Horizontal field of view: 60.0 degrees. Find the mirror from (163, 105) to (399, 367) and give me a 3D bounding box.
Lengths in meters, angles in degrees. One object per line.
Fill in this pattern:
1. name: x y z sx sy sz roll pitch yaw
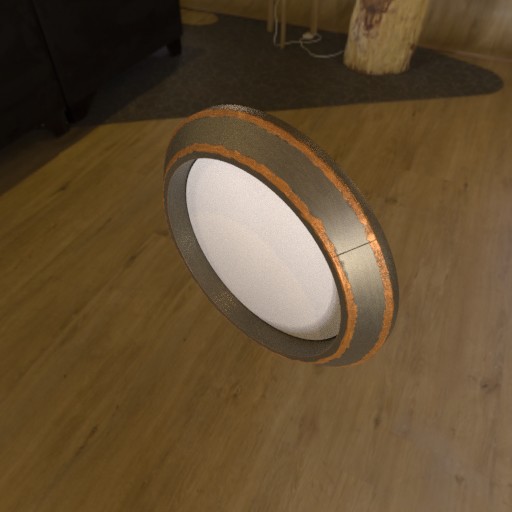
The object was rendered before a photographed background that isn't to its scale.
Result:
1. mirror: 0.000 0.000 1.377 0.907 0.907 0.111 33 54 28
